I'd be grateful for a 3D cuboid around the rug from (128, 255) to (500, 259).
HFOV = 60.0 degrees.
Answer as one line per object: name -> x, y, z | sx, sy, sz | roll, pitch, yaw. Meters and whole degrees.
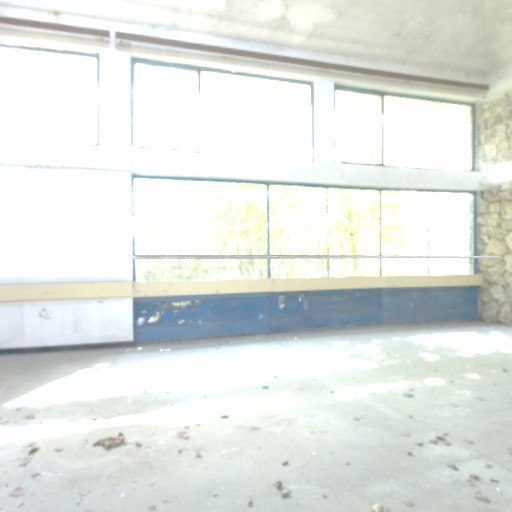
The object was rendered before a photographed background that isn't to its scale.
rug -> 0.000, 0.000, 2.771 | 1.522, 0.008, 2.284 | 0, 0, -17
